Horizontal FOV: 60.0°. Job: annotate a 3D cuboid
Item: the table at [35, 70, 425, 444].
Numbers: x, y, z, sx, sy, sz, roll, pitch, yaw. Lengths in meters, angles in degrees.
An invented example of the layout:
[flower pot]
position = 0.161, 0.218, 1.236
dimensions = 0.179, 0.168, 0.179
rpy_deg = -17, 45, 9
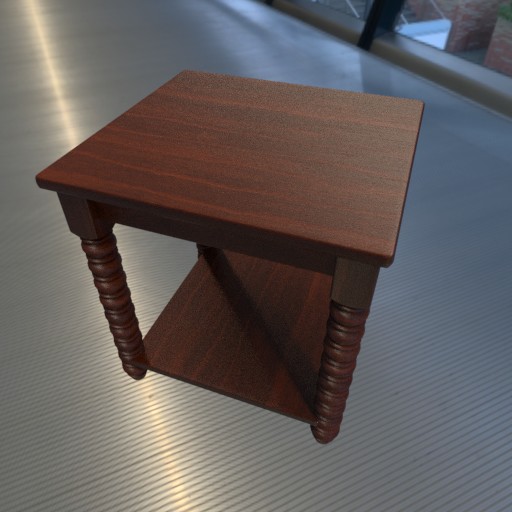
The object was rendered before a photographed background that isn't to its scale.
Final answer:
[table]
position = 0.000, 0.000, 0.957
dimensions = 0.533, 0.567, 0.500
rpy_deg = 14, 43, 15
